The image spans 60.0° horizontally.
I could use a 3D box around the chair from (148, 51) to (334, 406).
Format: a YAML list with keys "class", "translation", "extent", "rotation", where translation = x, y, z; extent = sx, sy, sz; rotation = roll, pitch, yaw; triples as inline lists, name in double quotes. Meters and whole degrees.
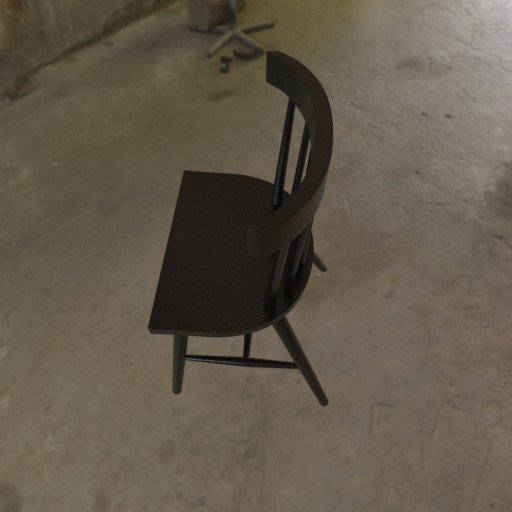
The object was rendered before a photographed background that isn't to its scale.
- class: "chair"
  translation: [0.000, 0.000, 1.139]
  extent: [0.483, 0.844, 0.506]
  rotation: [4, 57, 2]
